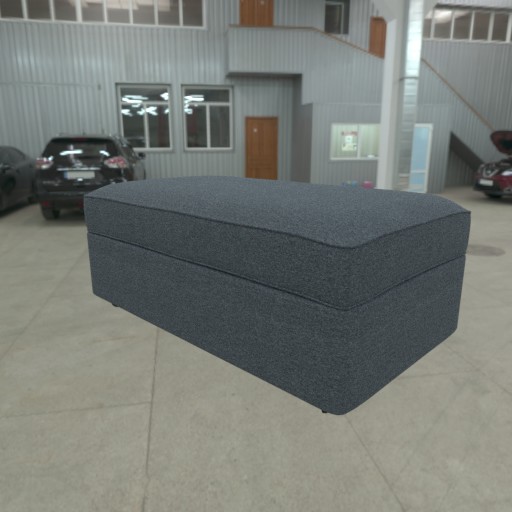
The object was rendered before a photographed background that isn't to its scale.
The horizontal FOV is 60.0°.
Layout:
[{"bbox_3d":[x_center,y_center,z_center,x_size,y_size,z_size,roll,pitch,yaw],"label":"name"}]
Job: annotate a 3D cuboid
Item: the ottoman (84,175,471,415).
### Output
[{"bbox_3d":[0.000,0.000,1.524,1.173,0.494,0.681,14,20,43],"label":"ottoman"}]
